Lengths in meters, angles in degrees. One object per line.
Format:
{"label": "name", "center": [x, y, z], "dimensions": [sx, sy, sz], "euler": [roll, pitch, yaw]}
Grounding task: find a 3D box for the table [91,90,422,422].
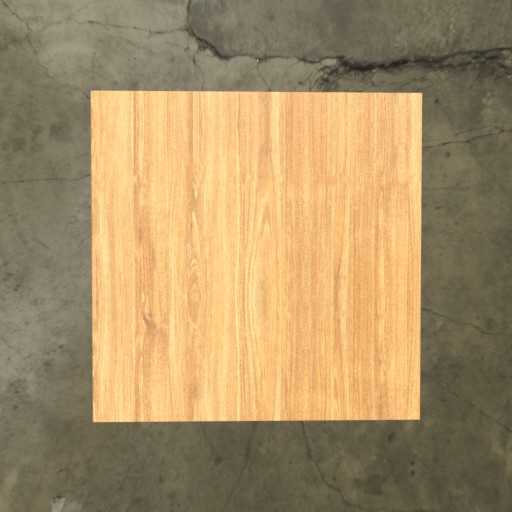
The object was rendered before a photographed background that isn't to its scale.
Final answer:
{"label": "table", "center": [0.000, 0.000, 1.436], "dimensions": [0.900, 0.450, 0.900], "euler": [0, 91, -1]}
